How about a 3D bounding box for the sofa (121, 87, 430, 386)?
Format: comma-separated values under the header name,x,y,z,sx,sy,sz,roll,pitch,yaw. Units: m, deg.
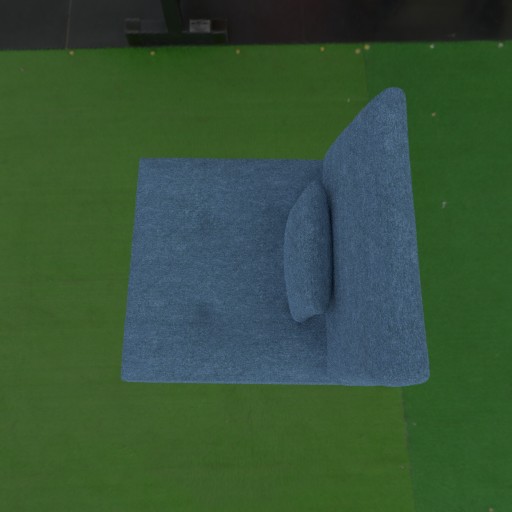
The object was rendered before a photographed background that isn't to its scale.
name,x,y,z,sx,sy,sz,roll,pitch,yaw
sofa,0.000,0.000,1.661,1.000,0.820,0.930,1,75,0
